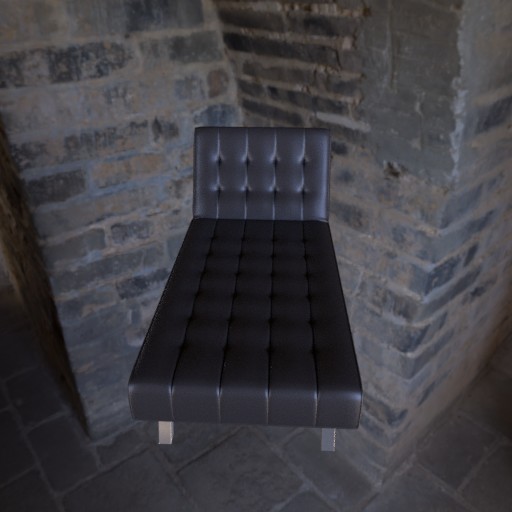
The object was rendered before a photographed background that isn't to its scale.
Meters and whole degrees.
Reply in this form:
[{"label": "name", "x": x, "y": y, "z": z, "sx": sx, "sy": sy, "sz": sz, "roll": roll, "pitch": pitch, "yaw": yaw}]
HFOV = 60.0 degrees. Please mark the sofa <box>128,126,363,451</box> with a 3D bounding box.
[{"label": "sofa", "x": 0.000, "y": 0.000, "z": 2.012, "sx": 0.760, "sy": 0.820, "sz": 1.560, "roll": 1, "pitch": 31, "yaw": 2}]
